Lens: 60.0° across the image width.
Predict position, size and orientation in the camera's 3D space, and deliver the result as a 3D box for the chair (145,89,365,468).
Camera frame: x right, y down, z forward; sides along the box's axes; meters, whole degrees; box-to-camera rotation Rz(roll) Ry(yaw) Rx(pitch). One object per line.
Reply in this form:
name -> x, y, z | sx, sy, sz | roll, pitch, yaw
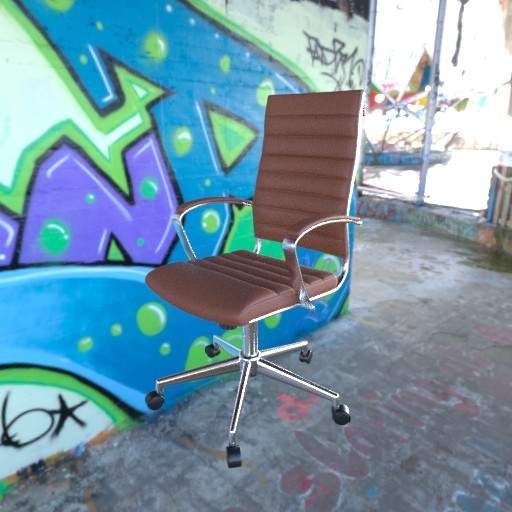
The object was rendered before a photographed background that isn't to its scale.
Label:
chair -> 0.000, 0.000, 1.614 | 0.766, 1.149, 0.739 | 15, 22, 42
